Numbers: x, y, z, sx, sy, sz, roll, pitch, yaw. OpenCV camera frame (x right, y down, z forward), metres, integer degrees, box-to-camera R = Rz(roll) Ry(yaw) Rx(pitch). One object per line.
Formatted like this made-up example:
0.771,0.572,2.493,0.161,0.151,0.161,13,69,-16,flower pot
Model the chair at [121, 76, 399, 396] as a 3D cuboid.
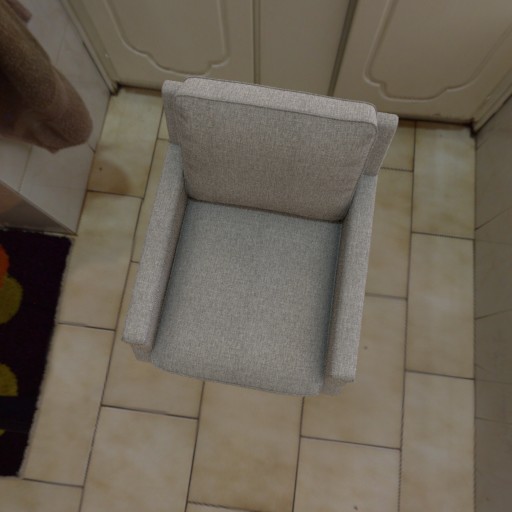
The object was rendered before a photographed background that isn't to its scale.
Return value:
0.000,0.000,1.760,0.853,0.943,1.014,9,75,2,chair
